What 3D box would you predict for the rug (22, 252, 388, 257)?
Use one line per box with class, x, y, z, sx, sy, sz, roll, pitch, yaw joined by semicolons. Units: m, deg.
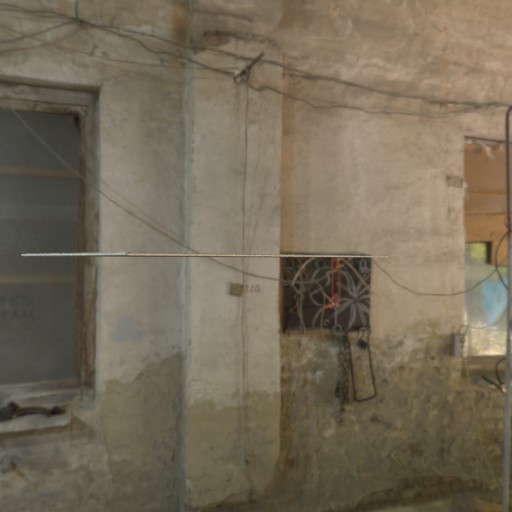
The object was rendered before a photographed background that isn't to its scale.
rug;0.000;0.000;2.420;0.662;0.011;2.196;0;0;37
